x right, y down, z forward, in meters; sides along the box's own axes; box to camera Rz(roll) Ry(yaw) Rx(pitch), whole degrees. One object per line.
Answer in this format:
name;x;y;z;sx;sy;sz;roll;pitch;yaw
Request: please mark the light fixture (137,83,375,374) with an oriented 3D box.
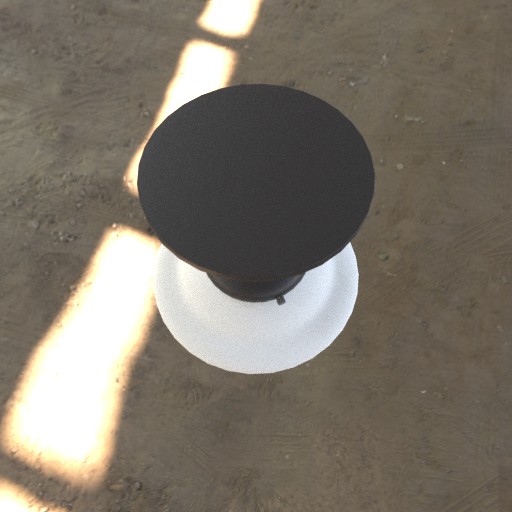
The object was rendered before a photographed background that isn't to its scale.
light fixture;0.000;0.000;0.398;0.197;0.254;0.197;0;64;0
